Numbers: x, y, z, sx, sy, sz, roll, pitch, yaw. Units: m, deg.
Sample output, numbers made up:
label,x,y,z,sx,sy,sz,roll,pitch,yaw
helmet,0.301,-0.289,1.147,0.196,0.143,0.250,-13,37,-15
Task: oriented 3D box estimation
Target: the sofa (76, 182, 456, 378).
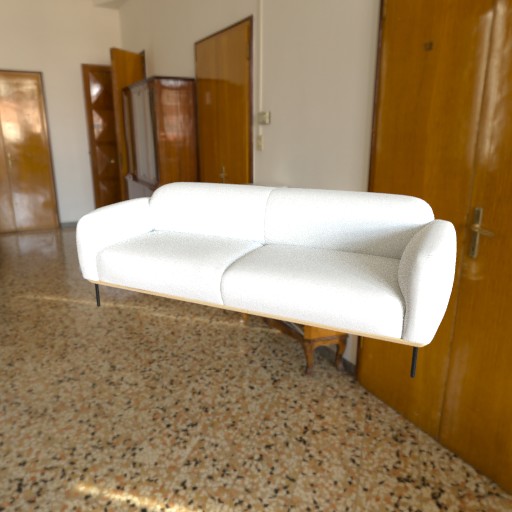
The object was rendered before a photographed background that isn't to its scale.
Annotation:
label,x,y,z,sx,sy,sz,roll,pitch,yaw
sofa,0.000,0.000,2.747,2.257,0.780,0.880,8,17,25
